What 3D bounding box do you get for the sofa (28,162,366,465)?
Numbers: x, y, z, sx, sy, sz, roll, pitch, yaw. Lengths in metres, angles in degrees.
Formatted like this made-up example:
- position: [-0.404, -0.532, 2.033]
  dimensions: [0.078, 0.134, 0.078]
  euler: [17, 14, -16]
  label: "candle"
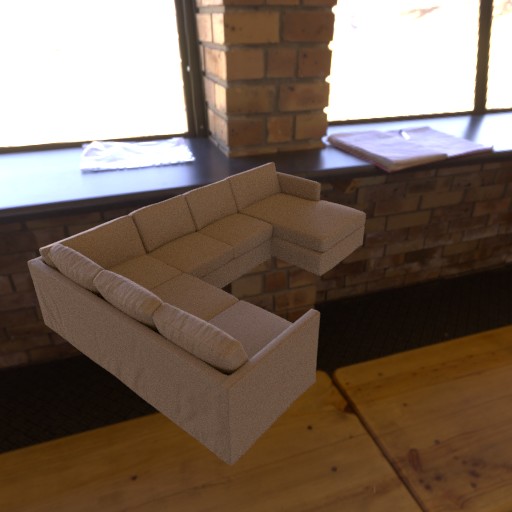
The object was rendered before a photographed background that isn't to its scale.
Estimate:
- position: [0.000, 0.000, 4.533]
  dimensions: [2.427, 0.882, 3.460]
  euler: [21, 35, 34]
  label: "sofa"
